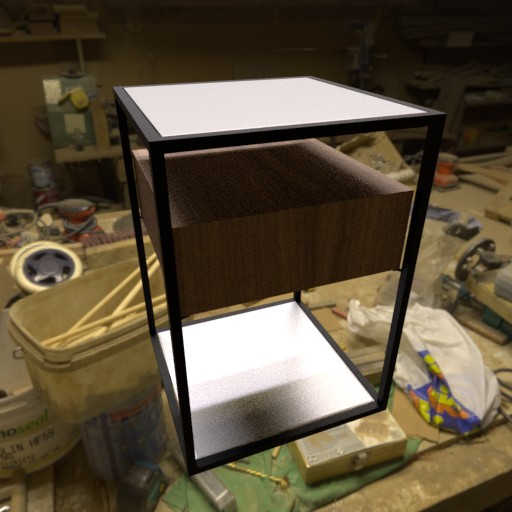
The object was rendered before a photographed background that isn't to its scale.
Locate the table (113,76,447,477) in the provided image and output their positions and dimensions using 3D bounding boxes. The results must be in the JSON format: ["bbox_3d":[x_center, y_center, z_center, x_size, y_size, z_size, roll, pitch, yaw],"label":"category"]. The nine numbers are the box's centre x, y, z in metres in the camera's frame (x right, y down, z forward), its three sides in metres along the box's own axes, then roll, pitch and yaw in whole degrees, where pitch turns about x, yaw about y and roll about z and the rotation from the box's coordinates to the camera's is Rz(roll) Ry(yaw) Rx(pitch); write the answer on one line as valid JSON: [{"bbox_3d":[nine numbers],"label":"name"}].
[{"bbox_3d":[0.000,0.000,0.793,0.378,0.540,0.378,-11,31,-18],"label":"table"}]
